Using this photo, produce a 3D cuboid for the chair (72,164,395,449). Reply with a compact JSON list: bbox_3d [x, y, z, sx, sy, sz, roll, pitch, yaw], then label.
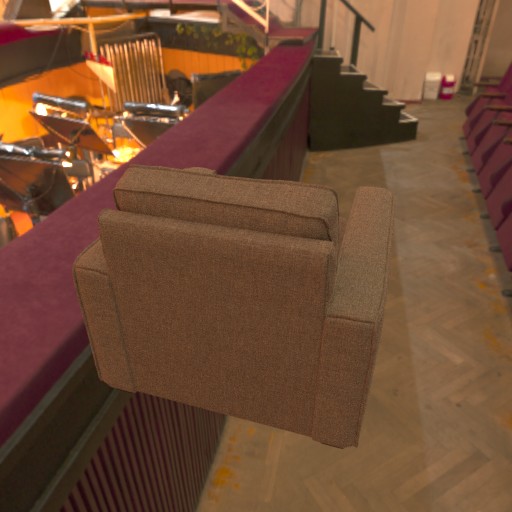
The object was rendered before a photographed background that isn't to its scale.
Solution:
[{"bbox_3d":[0.000,0.000,1.756,1.016,0.914,0.940,9,34,14],"label":"chair"}]
